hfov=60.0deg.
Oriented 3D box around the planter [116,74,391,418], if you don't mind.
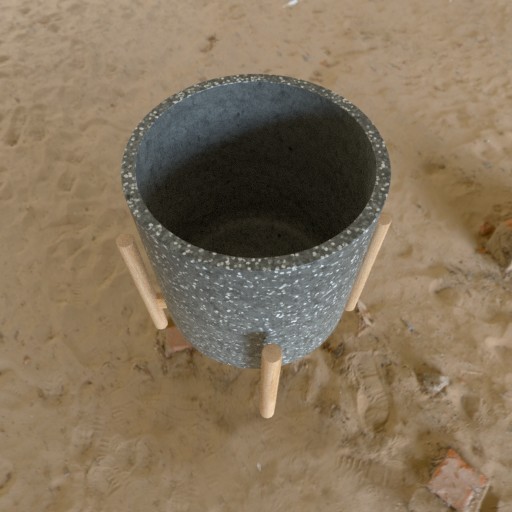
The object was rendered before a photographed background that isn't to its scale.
[{"bbox_3d":[0.000,0.000,0.679,0.360,0.419,0.360,14,59,9],"label":"planter"}]
